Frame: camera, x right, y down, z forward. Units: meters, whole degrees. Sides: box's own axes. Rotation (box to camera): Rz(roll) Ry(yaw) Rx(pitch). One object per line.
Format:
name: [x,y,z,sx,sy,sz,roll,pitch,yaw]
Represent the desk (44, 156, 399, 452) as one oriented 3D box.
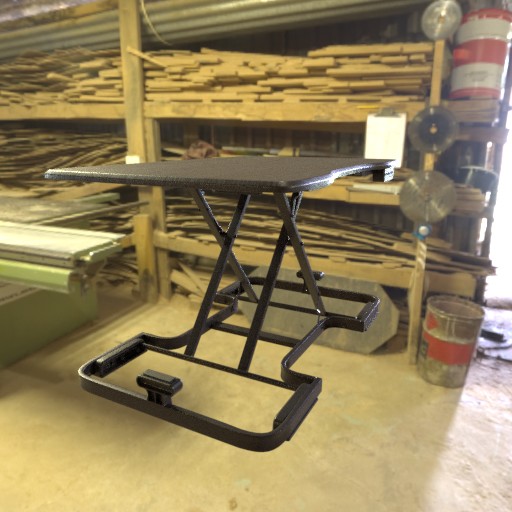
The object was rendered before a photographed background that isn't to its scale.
desk: [0.000,0.000,1.146,0.546,0.470,0.820,8,17,27]
